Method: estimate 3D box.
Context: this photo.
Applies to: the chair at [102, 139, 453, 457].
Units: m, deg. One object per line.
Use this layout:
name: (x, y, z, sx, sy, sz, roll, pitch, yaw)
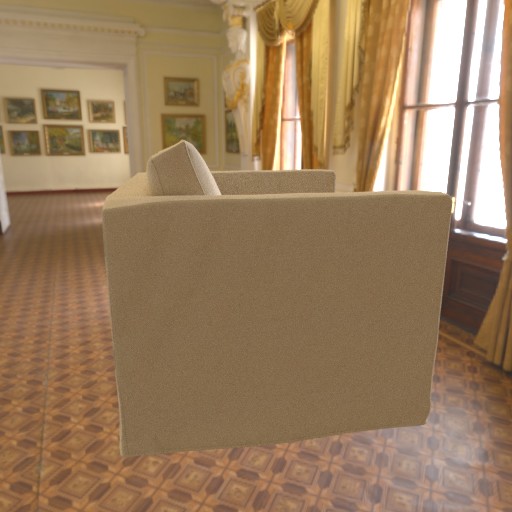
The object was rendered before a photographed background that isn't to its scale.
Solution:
chair: (0.000, 0.000, 1.671, 0.947, 0.851, 1.057, -2, 15, -9)
